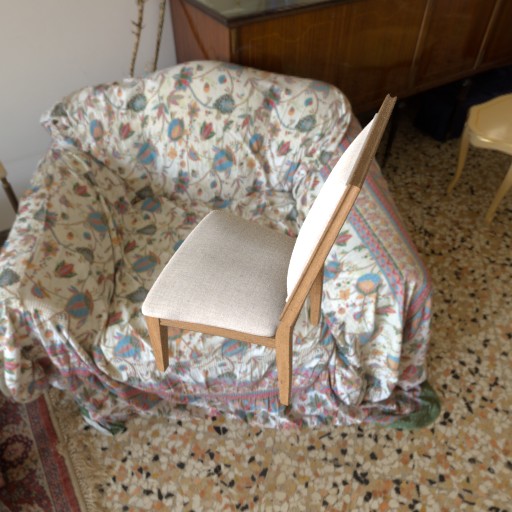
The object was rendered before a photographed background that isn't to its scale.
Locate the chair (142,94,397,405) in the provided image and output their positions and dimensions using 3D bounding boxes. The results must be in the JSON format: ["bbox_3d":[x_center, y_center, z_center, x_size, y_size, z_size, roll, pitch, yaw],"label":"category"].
[{"bbox_3d":[0.000,0.000,1.409,0.601,0.988,0.536,16,47,15],"label":"chair"}]
